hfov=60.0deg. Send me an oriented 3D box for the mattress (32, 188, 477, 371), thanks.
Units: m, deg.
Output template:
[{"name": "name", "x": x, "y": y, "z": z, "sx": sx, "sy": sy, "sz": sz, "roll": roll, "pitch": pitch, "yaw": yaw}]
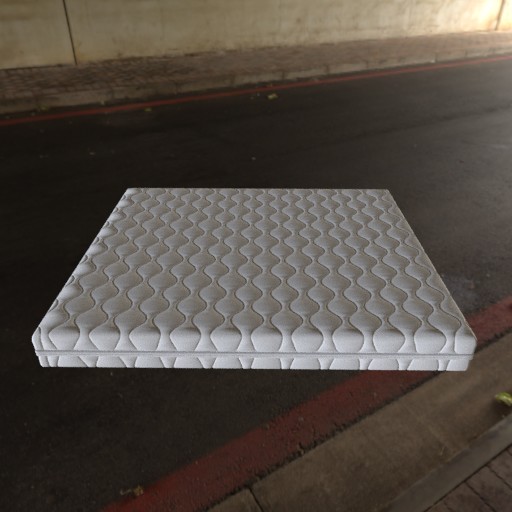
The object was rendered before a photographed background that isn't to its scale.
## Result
[{"name": "mattress", "x": 0.000, "y": 0.000, "z": 2.584, "sx": 1.900, "sy": 0.200, "sz": 1.600, "roll": 0, "pitch": 32, "yaw": 1}]
